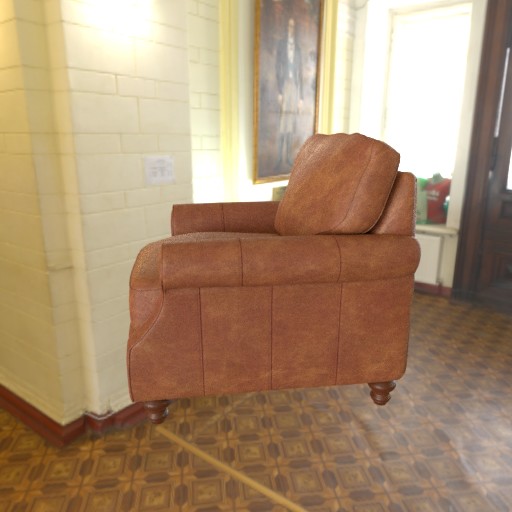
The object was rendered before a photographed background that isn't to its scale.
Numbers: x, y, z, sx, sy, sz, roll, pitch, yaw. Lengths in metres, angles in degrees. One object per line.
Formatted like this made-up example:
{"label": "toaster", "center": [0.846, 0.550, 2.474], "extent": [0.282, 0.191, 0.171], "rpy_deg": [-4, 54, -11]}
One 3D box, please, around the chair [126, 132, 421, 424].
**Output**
{"label": "chair", "center": [0.000, 0.000, 1.793], "extent": [0.986, 0.962, 0.983], "rpy_deg": [-2, 15, -8]}
